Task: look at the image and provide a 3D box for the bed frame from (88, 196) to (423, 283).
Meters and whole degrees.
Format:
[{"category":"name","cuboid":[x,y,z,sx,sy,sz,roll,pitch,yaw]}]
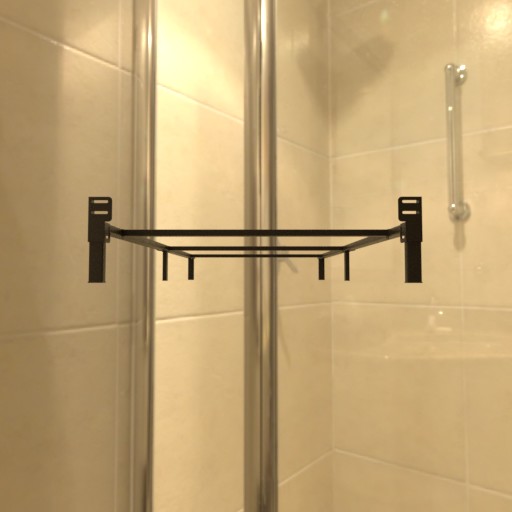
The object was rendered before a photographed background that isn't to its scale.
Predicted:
[{"category":"bed frame","cuboid":[0.000,0.000,2.217,0.968,0.248,1.897,0,-3,0]}]
